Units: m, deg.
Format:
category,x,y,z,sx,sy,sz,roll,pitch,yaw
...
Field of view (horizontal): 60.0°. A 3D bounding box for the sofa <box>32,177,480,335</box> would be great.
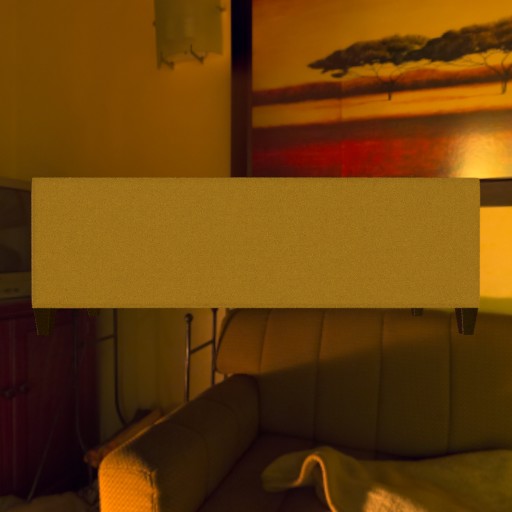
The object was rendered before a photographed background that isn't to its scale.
category,x,y,z,sx,sy,sz,roll,pitch,yaw
sofa,0.000,0.000,2.505,2.159,0.762,0.775,0,0,0
